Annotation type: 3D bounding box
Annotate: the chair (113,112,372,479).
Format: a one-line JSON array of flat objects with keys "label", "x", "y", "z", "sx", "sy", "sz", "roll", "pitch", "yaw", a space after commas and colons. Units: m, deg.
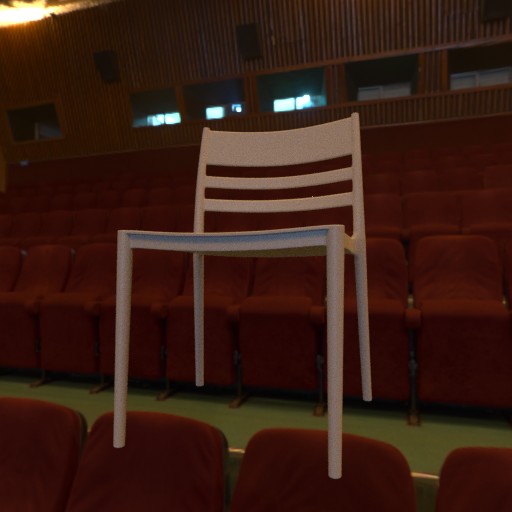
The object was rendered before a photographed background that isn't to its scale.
[{"label": "chair", "x": 0.000, "y": 0.000, "z": 1.097, "sx": 0.531, "sy": 0.800, "sz": 0.511, "roll": 0, "pitch": -1, "yaw": 17}]
